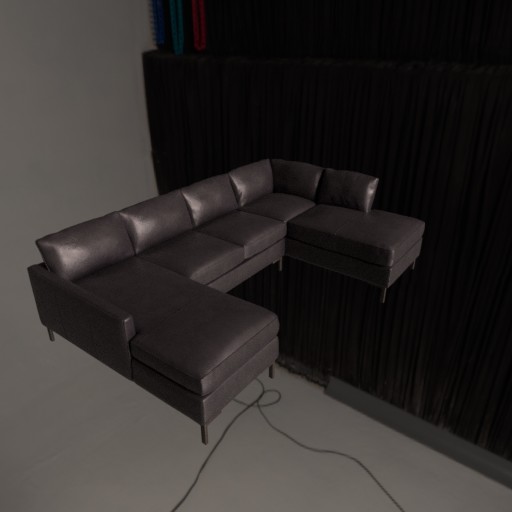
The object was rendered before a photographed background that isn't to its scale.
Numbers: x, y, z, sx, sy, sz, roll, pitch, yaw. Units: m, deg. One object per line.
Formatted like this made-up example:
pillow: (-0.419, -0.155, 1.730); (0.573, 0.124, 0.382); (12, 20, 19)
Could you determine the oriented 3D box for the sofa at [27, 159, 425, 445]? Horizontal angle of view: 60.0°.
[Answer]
sofa: (0.000, 0.000, 3.796); (1.939, 0.900, 2.956); (19, 32, 32)
